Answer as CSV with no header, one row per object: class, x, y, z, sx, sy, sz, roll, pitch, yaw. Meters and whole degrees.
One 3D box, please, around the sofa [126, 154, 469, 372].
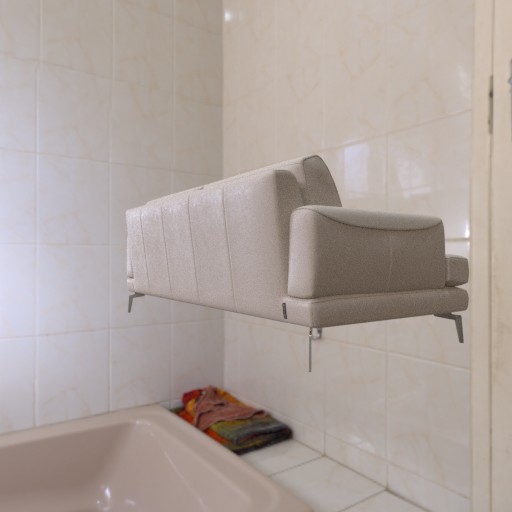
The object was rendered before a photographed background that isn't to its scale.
sofa,0.000,0.000,2.463,0.974,0.765,1.940,0,0,-34
